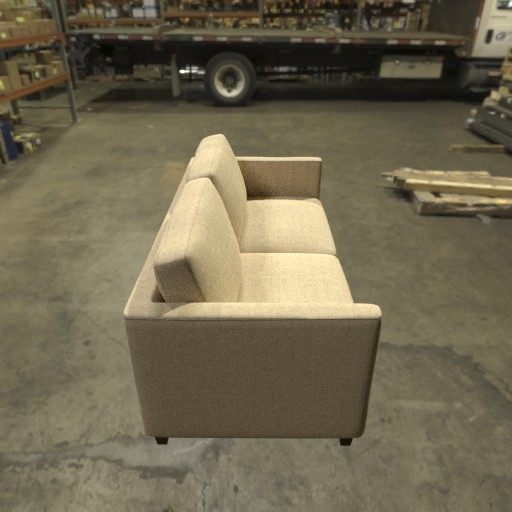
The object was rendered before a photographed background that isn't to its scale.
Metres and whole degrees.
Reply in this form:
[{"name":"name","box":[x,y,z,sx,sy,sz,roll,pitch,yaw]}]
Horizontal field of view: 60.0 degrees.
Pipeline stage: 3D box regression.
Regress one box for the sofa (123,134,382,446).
[{"name":"sofa","box":[0.000,0.000,2.473,0.950,0.963,1.884,0,30,0]}]
